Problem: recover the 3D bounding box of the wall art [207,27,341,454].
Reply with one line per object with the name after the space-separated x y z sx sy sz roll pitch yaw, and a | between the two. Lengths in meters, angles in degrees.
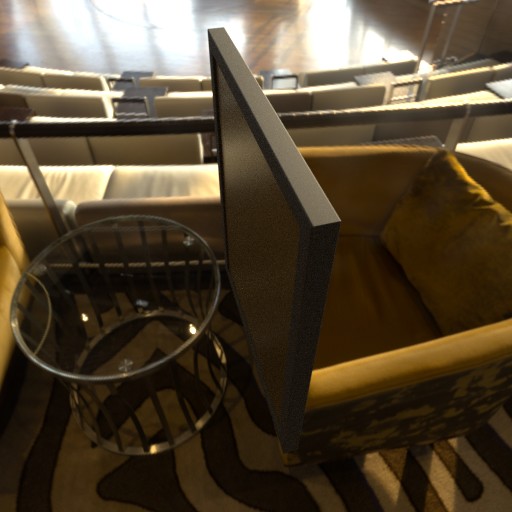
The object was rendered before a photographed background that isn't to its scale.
0.000 0.000 0.737 0.028 0.558 0.457 -12 48 -11 | wall art
